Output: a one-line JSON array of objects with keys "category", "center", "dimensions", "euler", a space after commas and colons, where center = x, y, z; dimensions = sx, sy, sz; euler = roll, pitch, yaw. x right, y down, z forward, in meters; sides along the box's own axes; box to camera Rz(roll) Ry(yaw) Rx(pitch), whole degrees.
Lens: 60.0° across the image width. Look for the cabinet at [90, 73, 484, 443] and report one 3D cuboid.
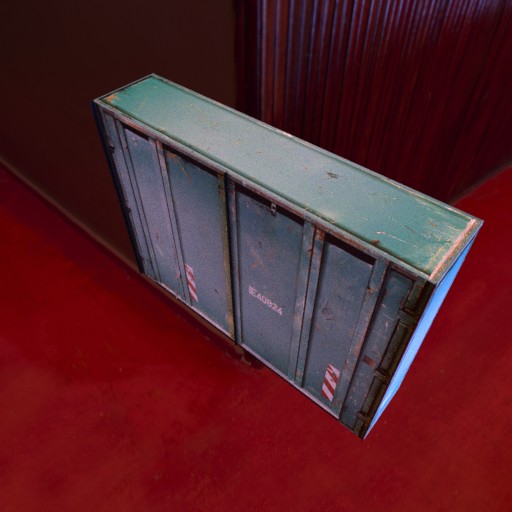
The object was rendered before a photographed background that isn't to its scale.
[{"category": "cabinet", "center": [0.000, 0.000, 3.926], "dimensions": [3.001, 2.160, 0.680], "euler": [32, 55, 26]}]
